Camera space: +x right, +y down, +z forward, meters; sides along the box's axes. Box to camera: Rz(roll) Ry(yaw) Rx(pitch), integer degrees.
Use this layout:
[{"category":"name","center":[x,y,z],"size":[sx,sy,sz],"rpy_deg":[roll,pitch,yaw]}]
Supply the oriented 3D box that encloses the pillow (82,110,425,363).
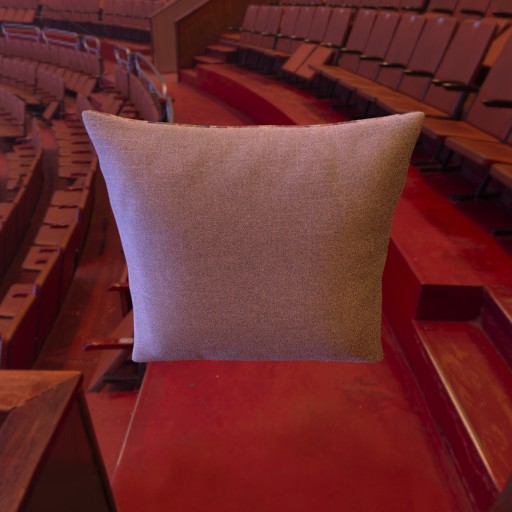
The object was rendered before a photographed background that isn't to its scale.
[{"category":"pillow","center":[0.000,0.000,0.793],"size":[0.523,0.506,0.166],"rpy_deg":[0,29,0]}]
